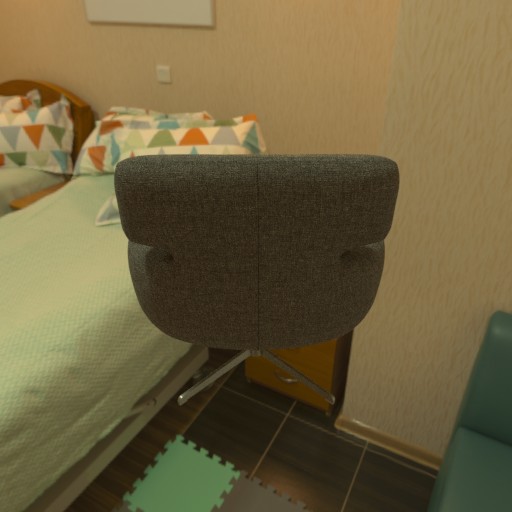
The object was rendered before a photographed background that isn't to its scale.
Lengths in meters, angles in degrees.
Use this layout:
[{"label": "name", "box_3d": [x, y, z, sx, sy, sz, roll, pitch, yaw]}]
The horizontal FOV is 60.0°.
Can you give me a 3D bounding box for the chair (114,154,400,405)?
[{"label": "chair", "box_3d": [0.000, 0.000, 1.337, 0.706, 0.812, 0.715, 0, 30, 0]}]
